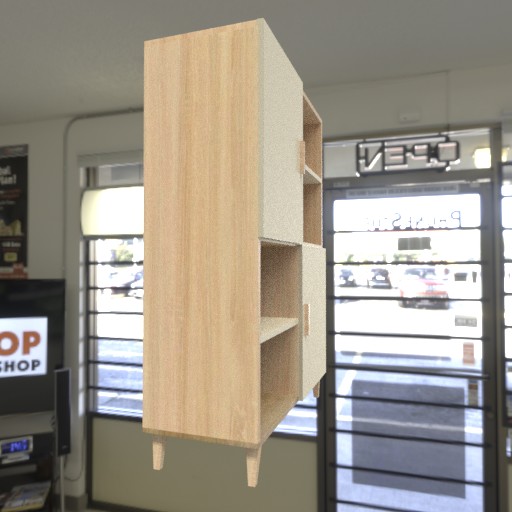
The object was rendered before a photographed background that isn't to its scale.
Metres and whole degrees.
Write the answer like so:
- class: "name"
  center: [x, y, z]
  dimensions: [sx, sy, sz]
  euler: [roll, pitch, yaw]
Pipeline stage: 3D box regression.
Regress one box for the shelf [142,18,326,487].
- class: "shelf"
  center: [0.000, 0.000, 1.847]
  dimensions: [0.434, 1.405, 0.995]
  euler: [0, -1, 19]
